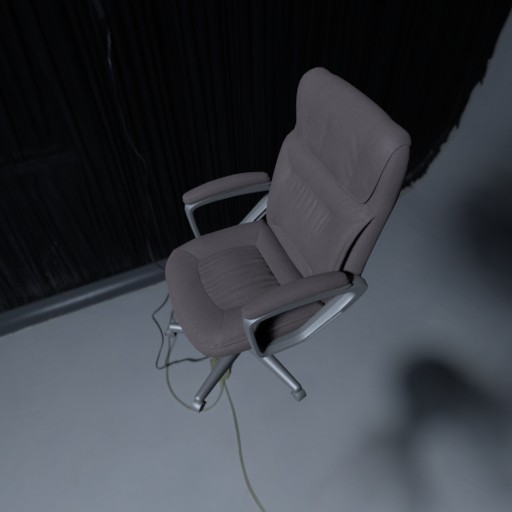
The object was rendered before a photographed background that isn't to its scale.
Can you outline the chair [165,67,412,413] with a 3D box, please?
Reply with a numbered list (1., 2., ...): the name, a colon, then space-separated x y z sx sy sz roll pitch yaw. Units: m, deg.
1. chair: 0.000 0.000 1.577 0.724 1.105 0.667 -18 48 -16
